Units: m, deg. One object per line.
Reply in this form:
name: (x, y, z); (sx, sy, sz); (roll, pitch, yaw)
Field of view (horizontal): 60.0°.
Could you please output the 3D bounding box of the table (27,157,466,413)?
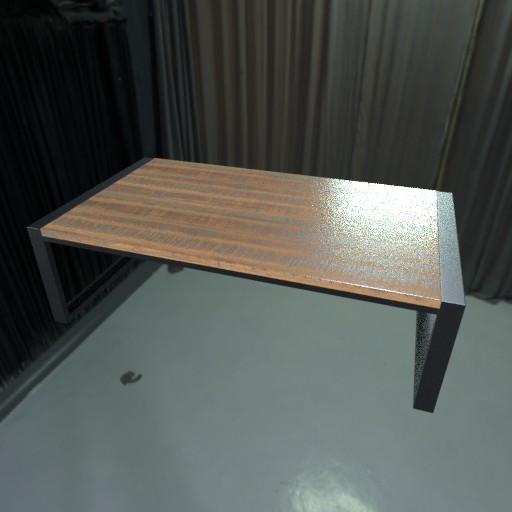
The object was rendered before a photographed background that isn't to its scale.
table: (0.000, 0.000, 1.691); (1.350, 0.400, 0.750); (10, 32, 16)
